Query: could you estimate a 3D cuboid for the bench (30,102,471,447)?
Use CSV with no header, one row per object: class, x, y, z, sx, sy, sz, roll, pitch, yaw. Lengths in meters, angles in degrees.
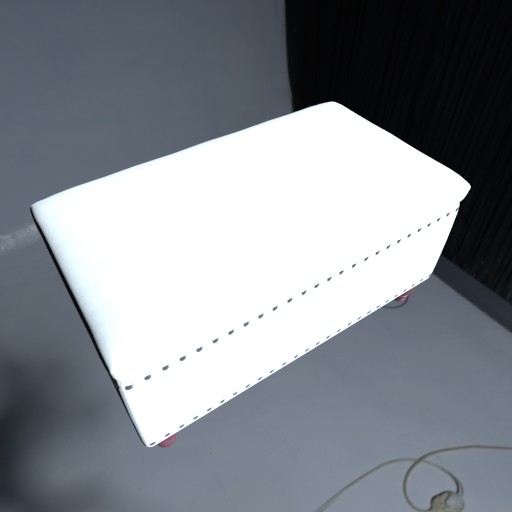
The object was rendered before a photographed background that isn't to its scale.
bench,0.000,0.000,1.148,0.887,0.449,0.500,-26,51,-23
